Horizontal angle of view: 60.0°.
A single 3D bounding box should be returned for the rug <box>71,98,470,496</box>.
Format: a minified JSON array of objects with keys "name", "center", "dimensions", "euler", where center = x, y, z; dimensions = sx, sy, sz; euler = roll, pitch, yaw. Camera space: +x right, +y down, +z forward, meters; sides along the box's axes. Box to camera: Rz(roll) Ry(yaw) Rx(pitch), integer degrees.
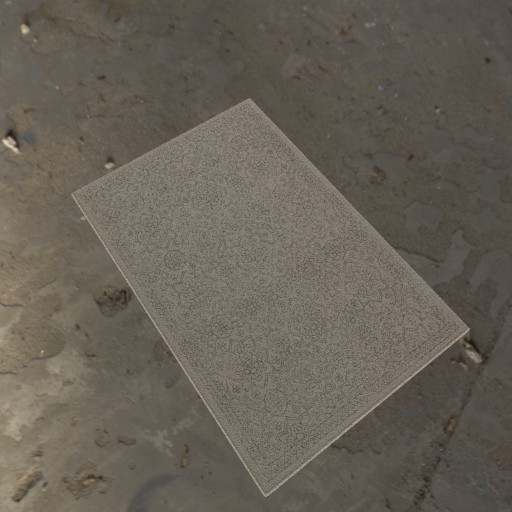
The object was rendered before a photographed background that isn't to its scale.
[{"name":"rug","center":[0.000,0.000,2.290],"dimensions":[1.219,0.010,1.829],"euler":[-33,69,-15]}]
